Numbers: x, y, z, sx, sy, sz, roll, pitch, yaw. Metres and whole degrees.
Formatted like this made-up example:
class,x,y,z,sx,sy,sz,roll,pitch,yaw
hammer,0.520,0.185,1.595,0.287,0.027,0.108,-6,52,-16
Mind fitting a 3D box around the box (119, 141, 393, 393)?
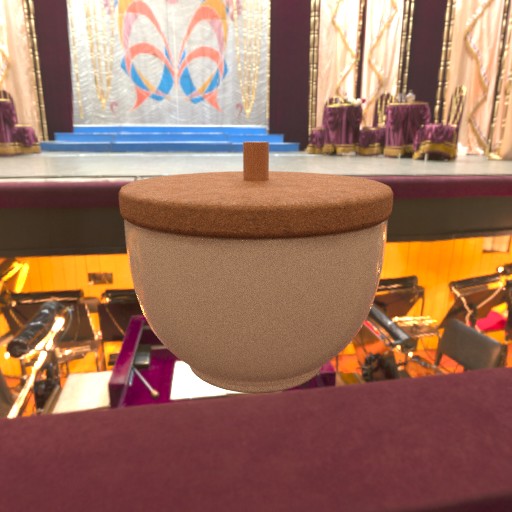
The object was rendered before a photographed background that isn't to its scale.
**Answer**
class,x,y,z,sx,sy,sz,roll,pitch,yaw
box,0.000,0.000,0.188,0.107,0.094,0.107,0,16,0
